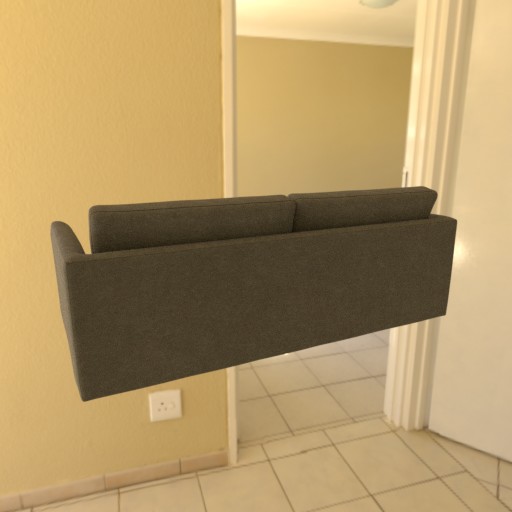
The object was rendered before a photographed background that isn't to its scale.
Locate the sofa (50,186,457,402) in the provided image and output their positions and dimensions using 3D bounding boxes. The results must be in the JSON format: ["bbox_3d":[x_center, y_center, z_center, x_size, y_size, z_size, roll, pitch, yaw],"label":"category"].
[{"bbox_3d":[0.000,0.000,2.748,2.257,0.838,1.092,-7,16,-26],"label":"sofa"}]
